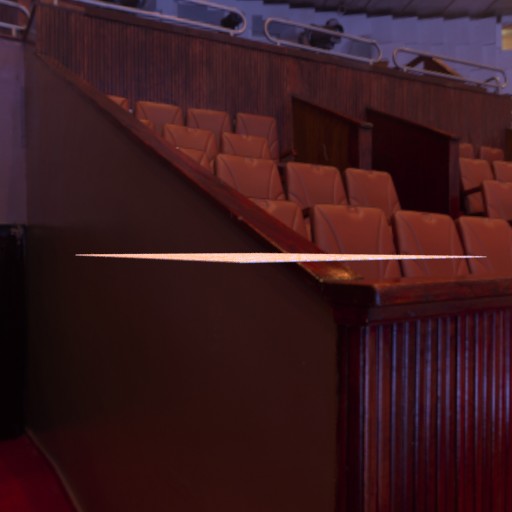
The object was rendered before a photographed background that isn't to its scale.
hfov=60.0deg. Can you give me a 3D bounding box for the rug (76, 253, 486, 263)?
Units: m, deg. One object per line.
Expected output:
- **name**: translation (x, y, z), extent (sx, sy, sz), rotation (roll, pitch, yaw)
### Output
- **rug**: translation (0.000, 0.000, 4.114), extent (2.433, 0.011, 3.037), rotation (-1, 1, -36)
